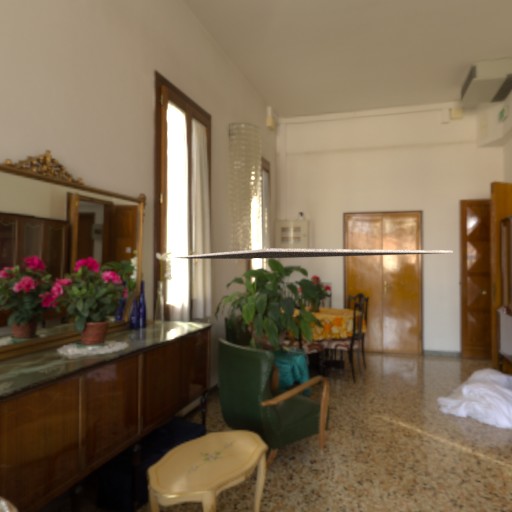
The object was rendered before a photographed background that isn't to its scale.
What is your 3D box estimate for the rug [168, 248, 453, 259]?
[{"bbox_3d":[0.000,0.000,2.706,0.750,0.011,2.435,0,-1,-19],"label":"rug"}]
